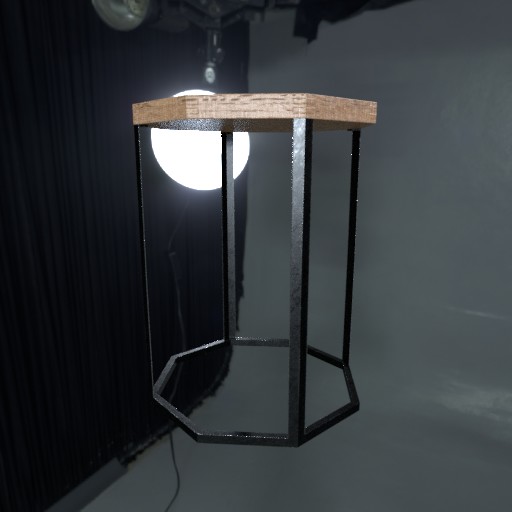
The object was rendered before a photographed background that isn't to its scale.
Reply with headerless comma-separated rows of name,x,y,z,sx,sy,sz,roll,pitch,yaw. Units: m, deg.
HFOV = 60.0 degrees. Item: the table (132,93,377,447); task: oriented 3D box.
table,0.000,0.000,0.871,0.437,0.553,0.437,6,14,26
